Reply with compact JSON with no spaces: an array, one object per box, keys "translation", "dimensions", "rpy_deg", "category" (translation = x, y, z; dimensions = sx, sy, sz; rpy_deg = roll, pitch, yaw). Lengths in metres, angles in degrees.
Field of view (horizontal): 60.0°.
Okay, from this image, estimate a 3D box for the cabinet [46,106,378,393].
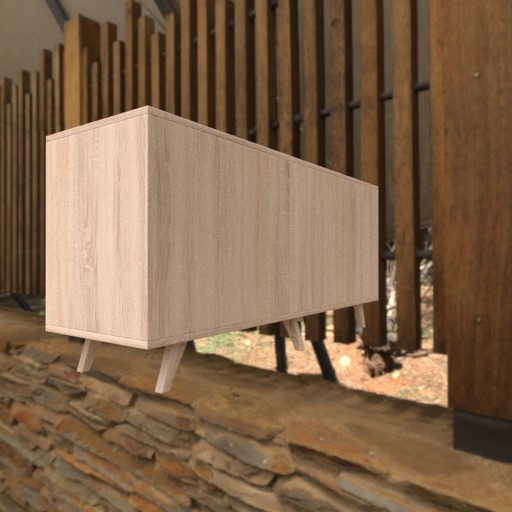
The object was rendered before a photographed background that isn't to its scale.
[{"translation":[0.000,0.000,1.968],"dimensions":[0.500,0.780,1.650],"rpy_deg":[0,0,36],"category":"cabinet"}]
